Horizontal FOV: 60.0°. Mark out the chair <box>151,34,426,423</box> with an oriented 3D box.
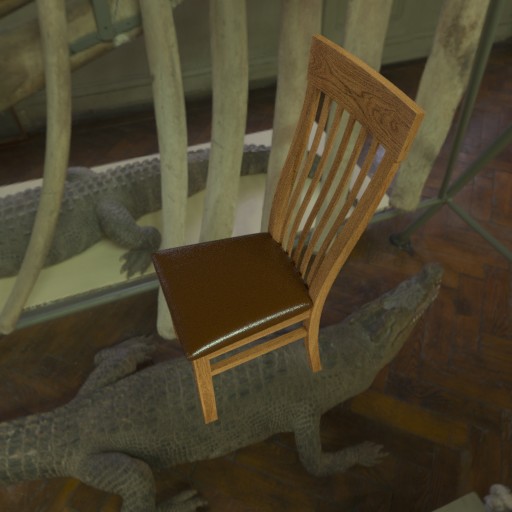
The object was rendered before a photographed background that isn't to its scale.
[{"bbox_3d":[0.000,0.000,1.339,0.580,1.050,0.450,-17,49,-15],"label":"chair"}]
